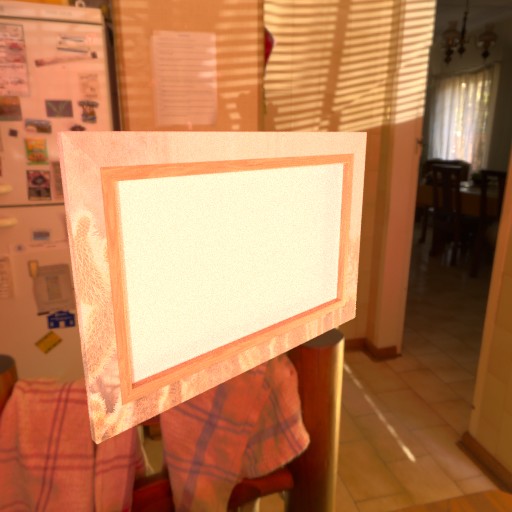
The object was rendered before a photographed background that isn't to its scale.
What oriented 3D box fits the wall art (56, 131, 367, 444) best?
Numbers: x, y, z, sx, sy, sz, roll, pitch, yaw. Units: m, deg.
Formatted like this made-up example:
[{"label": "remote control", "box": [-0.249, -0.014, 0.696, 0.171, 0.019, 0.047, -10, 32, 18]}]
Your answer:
[{"label": "wall art", "box": [0.000, 0.000, 1.876, 1.525, 1.012, 0.038, -15, 21, -42]}]
